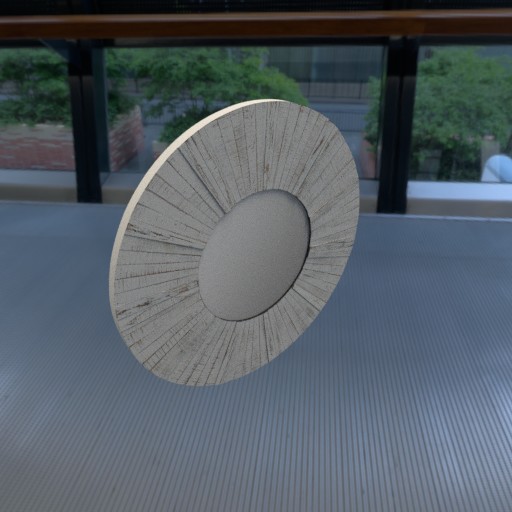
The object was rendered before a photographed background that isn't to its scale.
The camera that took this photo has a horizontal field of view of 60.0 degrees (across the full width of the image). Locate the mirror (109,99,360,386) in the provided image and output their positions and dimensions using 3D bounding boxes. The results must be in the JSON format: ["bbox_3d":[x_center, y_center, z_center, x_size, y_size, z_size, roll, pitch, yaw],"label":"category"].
[{"bbox_3d":[0.000,0.000,1.364,0.914,0.914,0.038,-22,37,-32],"label":"mirror"}]
